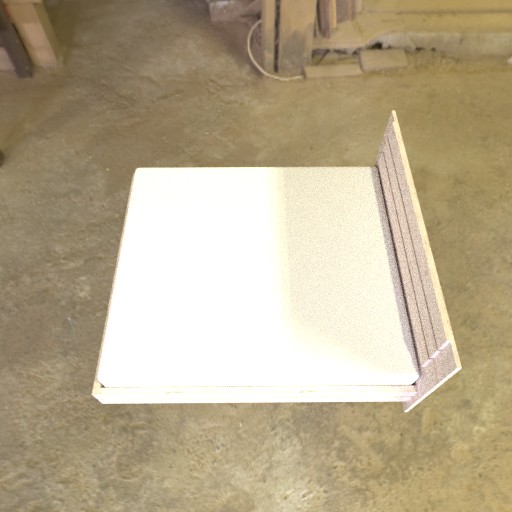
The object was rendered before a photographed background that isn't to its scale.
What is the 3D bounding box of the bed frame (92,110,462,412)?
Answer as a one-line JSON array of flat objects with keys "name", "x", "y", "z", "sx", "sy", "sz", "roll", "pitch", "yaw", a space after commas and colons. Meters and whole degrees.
[{"name": "bed frame", "x": 0.000, "y": 0.000, "z": 3.166, "sx": 2.080, "sy": 0.970, "sz": 1.950, "roll": 0, "pitch": 58, "yaw": 0}]
